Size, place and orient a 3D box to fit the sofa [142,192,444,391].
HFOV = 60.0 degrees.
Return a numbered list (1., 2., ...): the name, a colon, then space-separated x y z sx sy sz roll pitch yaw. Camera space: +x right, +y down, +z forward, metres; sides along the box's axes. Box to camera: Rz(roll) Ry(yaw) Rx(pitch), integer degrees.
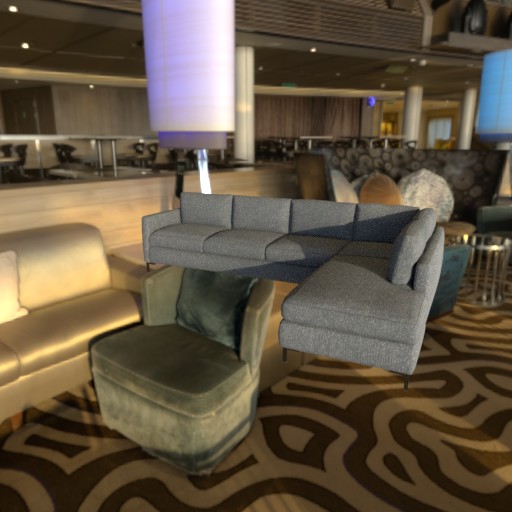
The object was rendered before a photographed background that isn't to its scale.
1. sofa: 0.000 0.000 3.884 2.949 0.815 2.007 7 17 25
